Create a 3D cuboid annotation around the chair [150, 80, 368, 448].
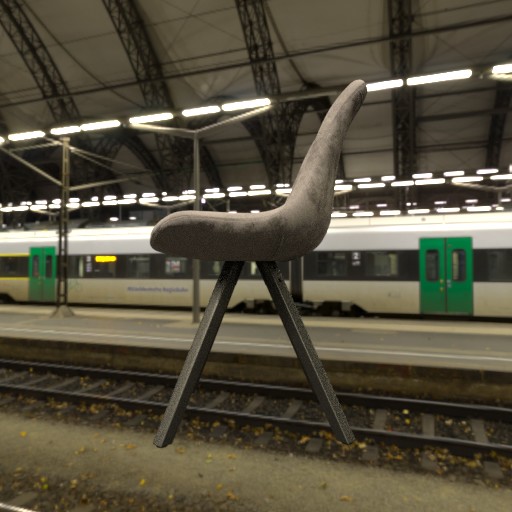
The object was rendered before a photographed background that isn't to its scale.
[{"bbox_3d":[0.000,0.000,1.193,0.550,0.850,0.485,0,-2,-1],"label":"chair"}]
